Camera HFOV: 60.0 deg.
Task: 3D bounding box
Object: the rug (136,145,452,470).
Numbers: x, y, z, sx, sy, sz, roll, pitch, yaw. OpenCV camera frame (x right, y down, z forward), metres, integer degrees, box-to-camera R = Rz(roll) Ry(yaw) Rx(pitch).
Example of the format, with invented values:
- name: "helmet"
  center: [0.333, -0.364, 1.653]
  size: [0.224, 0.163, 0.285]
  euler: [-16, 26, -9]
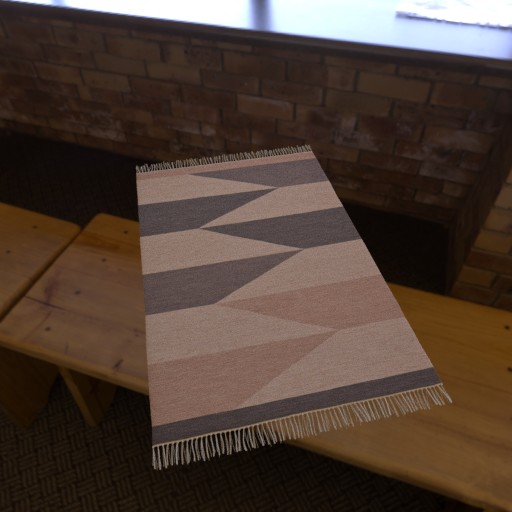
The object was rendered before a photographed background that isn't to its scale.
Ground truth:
- name: "rug"
  center: [0.000, 0.000, 2.415]
  size: [1.224, 0.027, 2.021]
  euler: [-9, 47, -9]
